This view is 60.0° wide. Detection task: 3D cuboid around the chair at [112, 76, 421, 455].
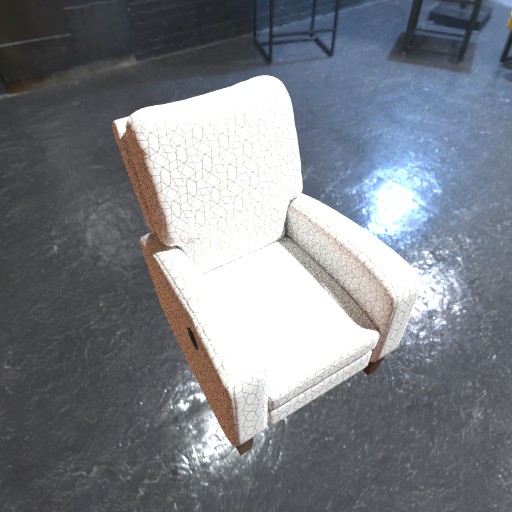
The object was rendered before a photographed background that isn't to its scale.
[{"bbox_3d":[0.000,0.000,1.749,0.796,1.064,0.995,-24,51,-21],"label":"chair"}]
